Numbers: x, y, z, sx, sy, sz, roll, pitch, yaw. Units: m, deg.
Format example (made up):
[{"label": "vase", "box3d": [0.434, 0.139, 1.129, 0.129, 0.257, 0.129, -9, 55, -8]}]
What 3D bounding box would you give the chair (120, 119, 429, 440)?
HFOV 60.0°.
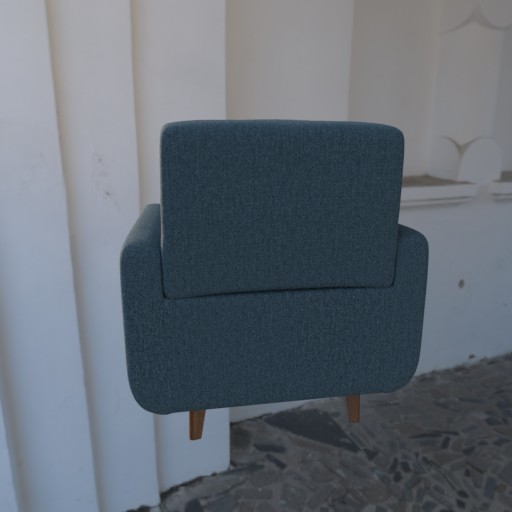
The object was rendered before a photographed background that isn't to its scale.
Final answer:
[{"label": "chair", "box3d": [0.000, 0.000, 1.663, 0.880, 0.940, 0.964, -2, 14, -10]}]
